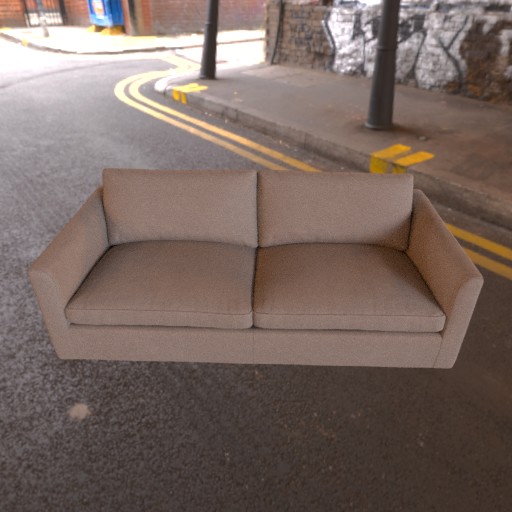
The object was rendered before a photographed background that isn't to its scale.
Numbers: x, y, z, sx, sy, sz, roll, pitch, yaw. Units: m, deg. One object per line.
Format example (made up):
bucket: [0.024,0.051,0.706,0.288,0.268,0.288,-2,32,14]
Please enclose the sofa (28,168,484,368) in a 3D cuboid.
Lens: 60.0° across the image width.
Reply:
sofa: [0.000,0.000,2.721,2.588,0.838,1.090,1,31,2]
